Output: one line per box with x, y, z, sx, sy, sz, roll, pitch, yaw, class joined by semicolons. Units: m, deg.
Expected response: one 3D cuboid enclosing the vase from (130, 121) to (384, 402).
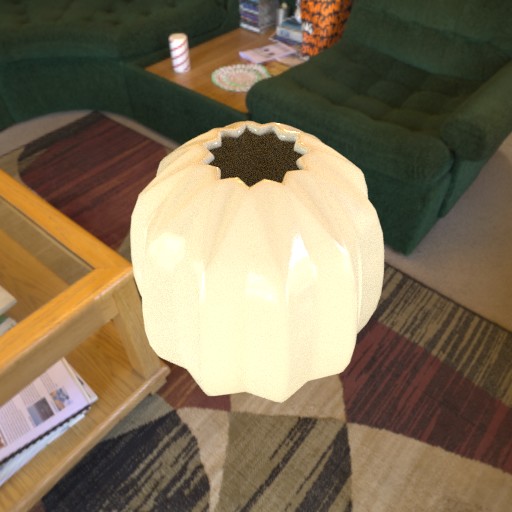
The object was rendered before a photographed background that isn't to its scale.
0.000;0.000;0.244;0.139;0.134;0.139;0;47;0;vase
